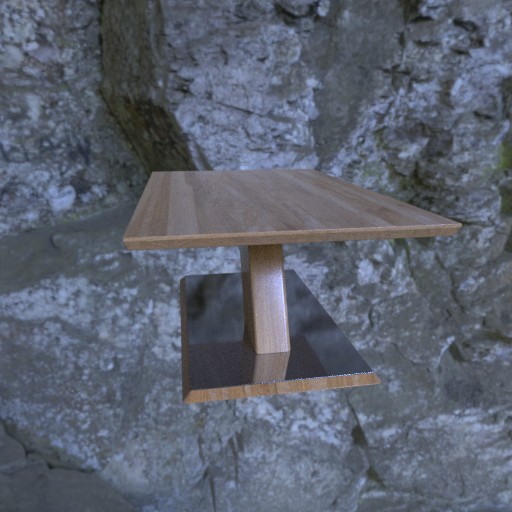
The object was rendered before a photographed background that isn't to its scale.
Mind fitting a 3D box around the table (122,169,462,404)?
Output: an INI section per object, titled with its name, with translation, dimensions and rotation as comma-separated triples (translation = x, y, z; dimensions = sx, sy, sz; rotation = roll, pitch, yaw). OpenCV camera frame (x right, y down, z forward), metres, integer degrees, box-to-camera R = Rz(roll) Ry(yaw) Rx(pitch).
[table]
translation = 0.000, 0.000, 1.459
dimensions = 0.692, 0.441, 1.100
rotation = -3, 17, -9
